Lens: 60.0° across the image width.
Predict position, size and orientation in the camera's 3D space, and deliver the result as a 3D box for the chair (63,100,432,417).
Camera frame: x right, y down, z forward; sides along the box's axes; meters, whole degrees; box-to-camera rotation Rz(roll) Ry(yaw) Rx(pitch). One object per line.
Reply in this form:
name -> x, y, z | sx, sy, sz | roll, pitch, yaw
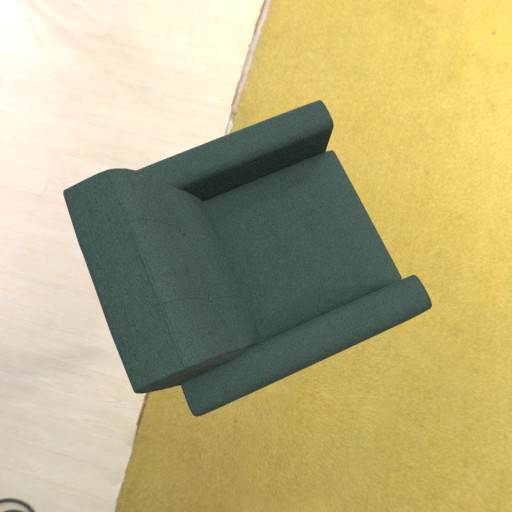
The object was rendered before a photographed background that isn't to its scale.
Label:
chair -> 0.000, 0.000, 1.558 | 0.909, 0.841, 0.831 | -23, 77, -6
